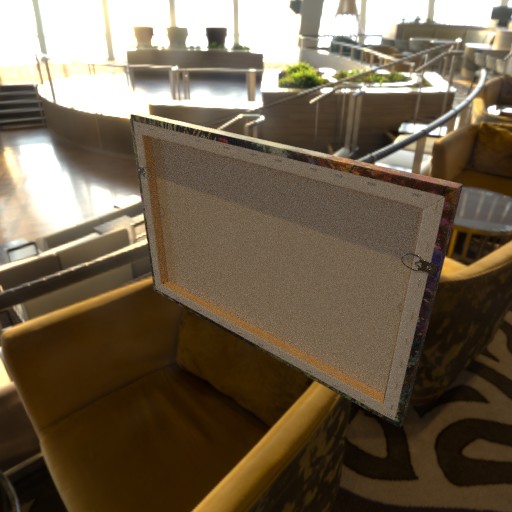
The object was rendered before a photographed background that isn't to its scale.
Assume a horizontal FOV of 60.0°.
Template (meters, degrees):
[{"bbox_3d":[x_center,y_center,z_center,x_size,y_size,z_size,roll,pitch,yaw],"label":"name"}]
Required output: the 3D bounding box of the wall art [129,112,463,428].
[{"bbox_3d":[0.000,0.000,1.456,1.136,0.760,0.042,22,37,33],"label":"wall art"}]
